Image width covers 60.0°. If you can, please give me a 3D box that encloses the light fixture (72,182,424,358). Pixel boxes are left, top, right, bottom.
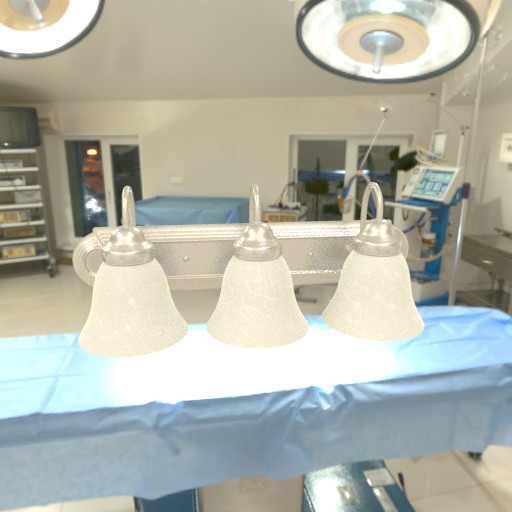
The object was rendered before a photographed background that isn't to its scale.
[{"bbox_3d":[0.000,0.000,0.700,0.610,0.222,0.199,-2,16,-7],"label":"light fixture"}]
